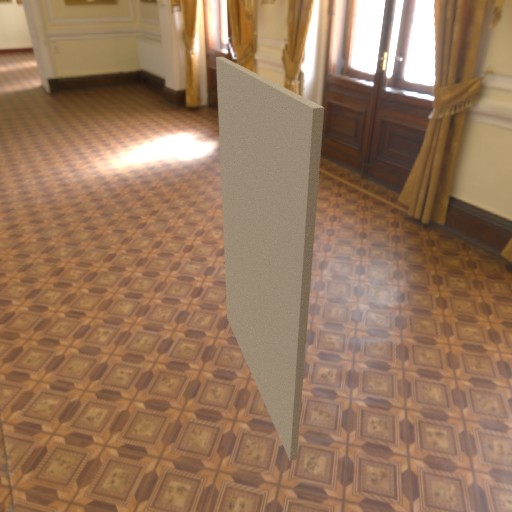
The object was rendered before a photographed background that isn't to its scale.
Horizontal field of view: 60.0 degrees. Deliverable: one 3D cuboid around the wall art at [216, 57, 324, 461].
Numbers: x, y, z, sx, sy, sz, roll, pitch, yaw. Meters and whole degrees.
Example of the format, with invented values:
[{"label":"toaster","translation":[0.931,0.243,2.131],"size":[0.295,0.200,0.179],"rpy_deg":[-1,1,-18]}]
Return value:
[{"label":"wall art","translation":[0.000,0.000,0.621],"size":[0.010,0.474,0.325],"rpy_deg":[-10,33,-16]}]
